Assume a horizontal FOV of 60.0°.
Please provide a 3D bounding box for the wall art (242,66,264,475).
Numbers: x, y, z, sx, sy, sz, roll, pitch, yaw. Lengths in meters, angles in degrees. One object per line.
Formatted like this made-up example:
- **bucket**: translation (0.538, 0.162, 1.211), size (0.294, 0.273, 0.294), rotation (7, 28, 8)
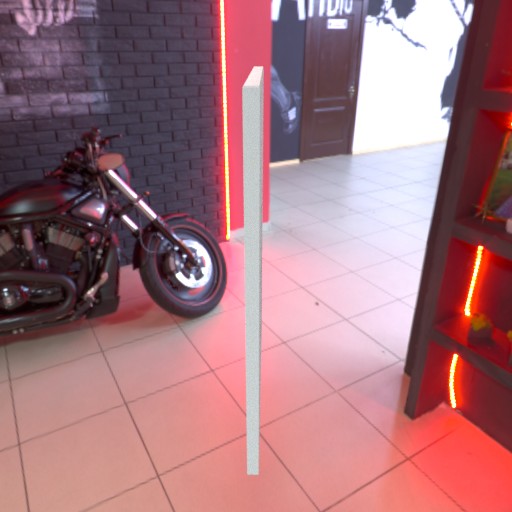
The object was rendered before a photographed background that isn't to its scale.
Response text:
- **wall art**: translation (0.000, 0.000, 0.626), size (0.015, 0.477, 0.332), rotation (1, 26, 1)
